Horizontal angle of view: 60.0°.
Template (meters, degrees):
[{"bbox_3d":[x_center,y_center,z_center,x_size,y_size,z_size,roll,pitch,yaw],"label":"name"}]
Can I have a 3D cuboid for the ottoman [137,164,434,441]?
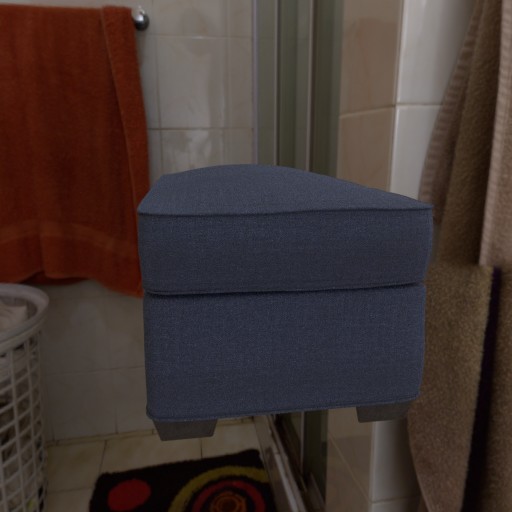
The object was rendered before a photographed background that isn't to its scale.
[{"bbox_3d":[0.000,0.000,1.150,0.505,0.453,0.895,-2,15,-8],"label":"ottoman"}]
